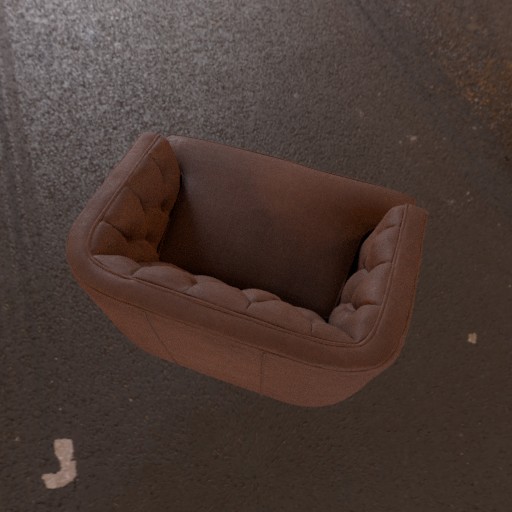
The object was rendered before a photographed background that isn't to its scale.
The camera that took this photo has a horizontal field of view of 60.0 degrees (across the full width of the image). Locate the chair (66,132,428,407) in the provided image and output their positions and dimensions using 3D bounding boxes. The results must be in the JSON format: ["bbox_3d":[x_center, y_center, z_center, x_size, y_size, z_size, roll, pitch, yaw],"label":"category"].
[{"bbox_3d":[0.000,0.000,1.728,1.118,0.787,0.914,17,65,8],"label":"chair"}]
